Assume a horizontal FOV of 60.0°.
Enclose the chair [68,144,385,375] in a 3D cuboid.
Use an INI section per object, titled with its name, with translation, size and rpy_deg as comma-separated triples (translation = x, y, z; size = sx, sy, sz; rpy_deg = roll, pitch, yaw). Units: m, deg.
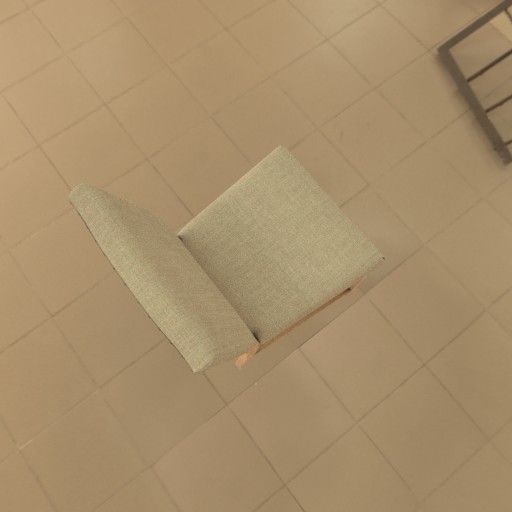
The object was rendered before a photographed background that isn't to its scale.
[chair]
translation = 0.000, 0.000, 1.332
size = 0.622, 0.986, 0.508
rpy_deg = -37, 77, -10
